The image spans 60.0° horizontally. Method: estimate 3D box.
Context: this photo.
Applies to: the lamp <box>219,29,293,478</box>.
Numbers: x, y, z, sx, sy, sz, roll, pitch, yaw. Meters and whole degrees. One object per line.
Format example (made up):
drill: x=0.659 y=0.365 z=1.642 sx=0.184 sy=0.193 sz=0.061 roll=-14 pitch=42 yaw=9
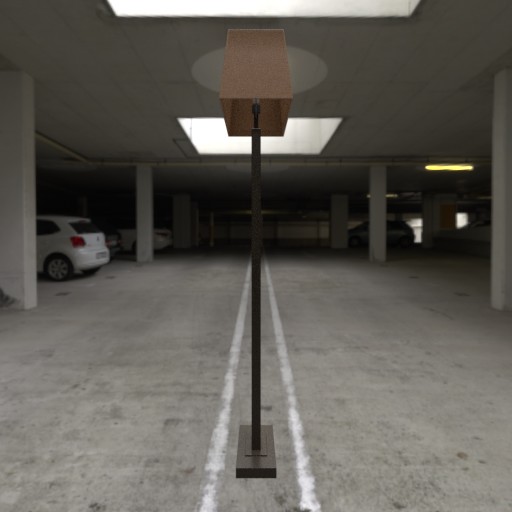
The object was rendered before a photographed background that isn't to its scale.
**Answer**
lamp: x=0.000 y=0.000 z=1.635 sx=0.233 sy=1.469 sz=0.475 roll=0 pitch=1 yaw=0
